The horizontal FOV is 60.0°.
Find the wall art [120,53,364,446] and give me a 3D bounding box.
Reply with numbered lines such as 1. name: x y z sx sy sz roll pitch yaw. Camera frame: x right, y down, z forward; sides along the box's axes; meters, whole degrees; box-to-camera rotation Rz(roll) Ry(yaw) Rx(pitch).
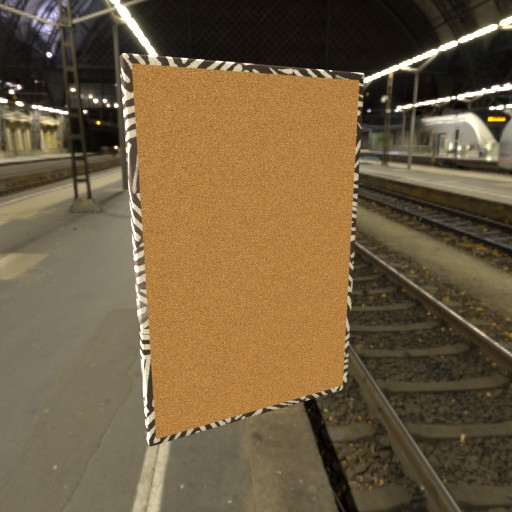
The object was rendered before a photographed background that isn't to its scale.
1. wall art: 0.000 0.000 1.149 0.615 0.918 0.035 -7 16 -25
